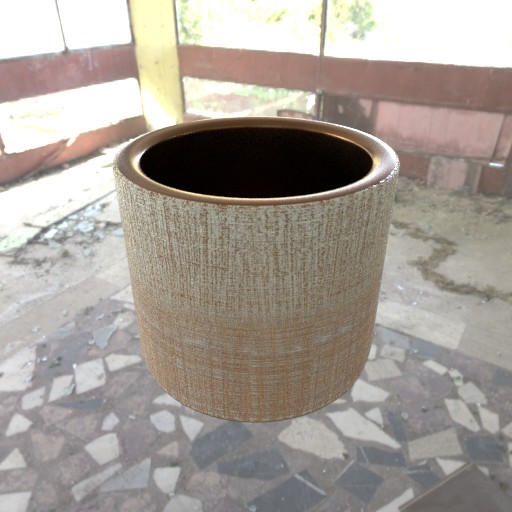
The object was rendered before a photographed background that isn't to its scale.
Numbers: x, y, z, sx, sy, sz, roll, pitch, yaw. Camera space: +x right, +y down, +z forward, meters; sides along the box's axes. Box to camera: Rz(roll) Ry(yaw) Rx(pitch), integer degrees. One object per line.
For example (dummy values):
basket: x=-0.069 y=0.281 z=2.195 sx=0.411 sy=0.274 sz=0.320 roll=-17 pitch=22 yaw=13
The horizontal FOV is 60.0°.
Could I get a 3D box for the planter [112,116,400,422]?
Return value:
planter: x=0.000 y=0.000 z=0.194 sx=0.109 sy=0.096 sz=0.109 roll=0 pitch=31 yaw=0
